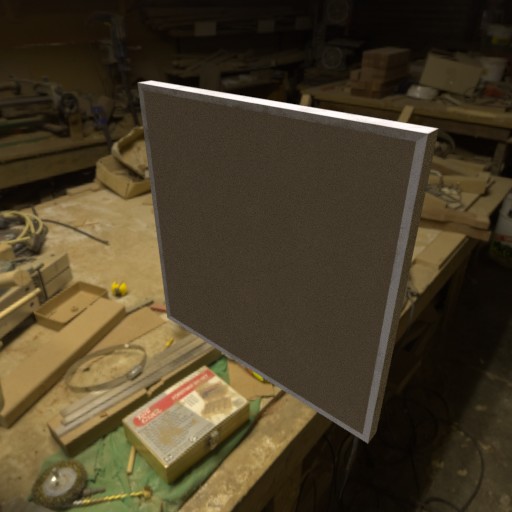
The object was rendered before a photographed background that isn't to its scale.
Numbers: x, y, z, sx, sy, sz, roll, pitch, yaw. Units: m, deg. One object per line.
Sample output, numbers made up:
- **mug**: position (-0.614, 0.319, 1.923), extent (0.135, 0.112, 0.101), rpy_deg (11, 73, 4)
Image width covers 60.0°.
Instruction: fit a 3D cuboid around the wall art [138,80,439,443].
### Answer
- **wall art**: position (0.000, 0.000, 0.751), extent (0.508, 0.506, 0.029), rpy_deg (23, 37, 34)
